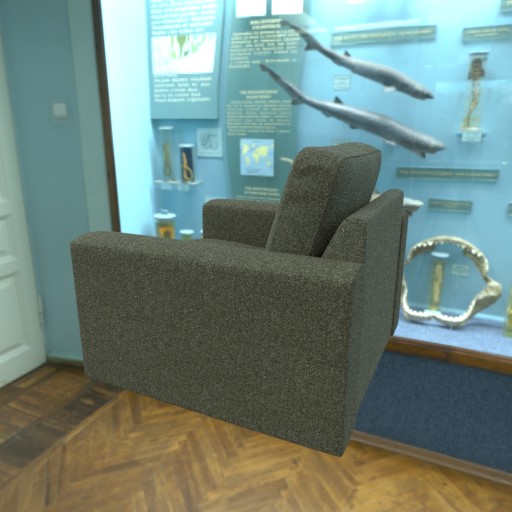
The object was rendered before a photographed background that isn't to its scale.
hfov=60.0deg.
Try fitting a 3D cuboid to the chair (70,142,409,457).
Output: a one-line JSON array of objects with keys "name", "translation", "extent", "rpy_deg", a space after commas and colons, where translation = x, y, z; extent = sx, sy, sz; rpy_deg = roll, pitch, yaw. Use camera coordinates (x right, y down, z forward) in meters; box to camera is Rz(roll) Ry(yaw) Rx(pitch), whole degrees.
[{"name": "chair", "translation": [0.000, 0.000, 1.766], "extent": [1.016, 0.873, 1.005], "rpy_deg": [8, 18, 25]}]
